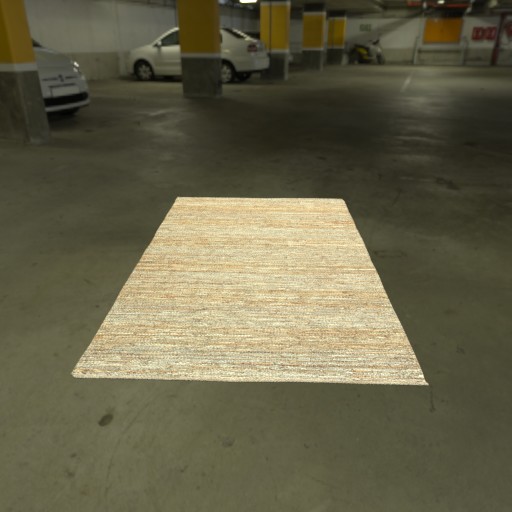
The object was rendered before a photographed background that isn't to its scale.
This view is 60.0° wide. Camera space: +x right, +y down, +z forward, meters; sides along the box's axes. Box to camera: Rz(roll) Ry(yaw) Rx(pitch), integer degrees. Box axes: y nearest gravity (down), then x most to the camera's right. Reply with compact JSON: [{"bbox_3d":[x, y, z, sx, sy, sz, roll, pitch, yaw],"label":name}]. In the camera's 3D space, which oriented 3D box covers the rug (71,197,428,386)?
[{"bbox_3d":[0.000,0.000,2.972,1.529,0.009,2.446,1,26,2],"label":"rug"}]
